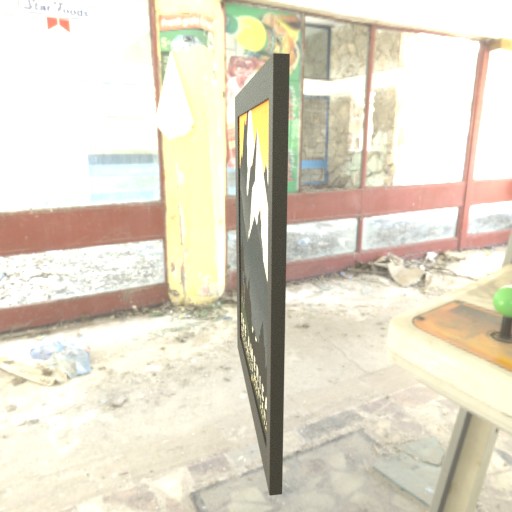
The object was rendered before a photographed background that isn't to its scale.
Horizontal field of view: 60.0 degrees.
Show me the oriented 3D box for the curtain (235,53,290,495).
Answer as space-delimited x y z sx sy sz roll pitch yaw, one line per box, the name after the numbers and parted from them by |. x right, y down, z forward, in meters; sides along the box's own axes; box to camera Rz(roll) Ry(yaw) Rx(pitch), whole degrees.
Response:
0.000 0.000 0.796 0.027 0.585 0.483 -2 14 -8 | curtain
